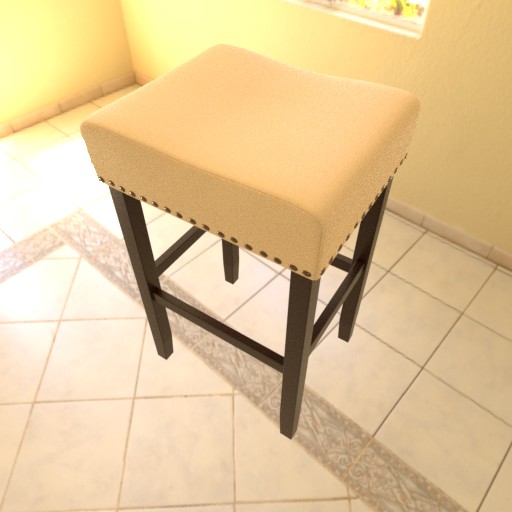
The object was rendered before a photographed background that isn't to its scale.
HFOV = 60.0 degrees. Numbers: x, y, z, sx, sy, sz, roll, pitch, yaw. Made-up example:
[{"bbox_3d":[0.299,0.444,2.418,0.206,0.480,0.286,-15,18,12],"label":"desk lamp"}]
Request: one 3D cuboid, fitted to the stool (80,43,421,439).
[{"bbox_3d":[0.000,0.000,1.036,0.471,0.762,0.401,25,51,22],"label":"stool"}]
